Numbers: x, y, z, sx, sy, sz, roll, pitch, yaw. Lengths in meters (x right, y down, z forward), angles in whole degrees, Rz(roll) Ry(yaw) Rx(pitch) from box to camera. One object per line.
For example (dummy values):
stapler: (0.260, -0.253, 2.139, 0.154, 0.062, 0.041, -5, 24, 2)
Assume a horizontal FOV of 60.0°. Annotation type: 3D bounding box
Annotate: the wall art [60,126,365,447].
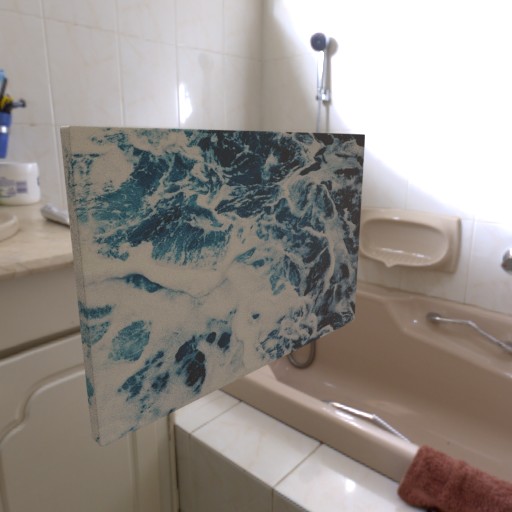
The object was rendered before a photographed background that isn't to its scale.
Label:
wall art: (0.000, 0.000, 1.127, 0.042, 0.610, 0.915, 14, 19, 43)
